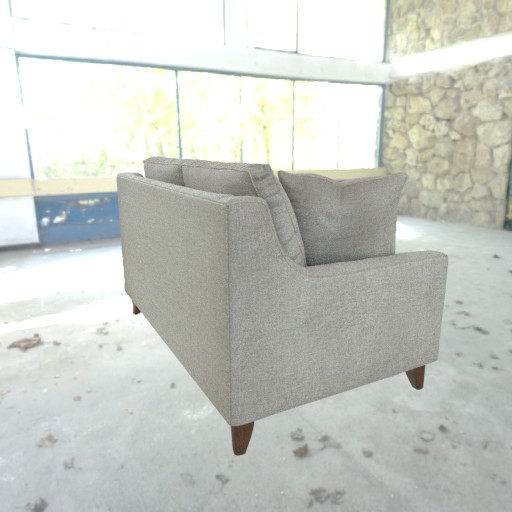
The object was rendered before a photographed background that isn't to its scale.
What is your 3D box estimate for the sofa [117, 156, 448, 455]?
[{"bbox_3d":[0.000,0.000,1.999,0.915,0.863,1.422,-7,16,-27],"label":"sofa"}]
